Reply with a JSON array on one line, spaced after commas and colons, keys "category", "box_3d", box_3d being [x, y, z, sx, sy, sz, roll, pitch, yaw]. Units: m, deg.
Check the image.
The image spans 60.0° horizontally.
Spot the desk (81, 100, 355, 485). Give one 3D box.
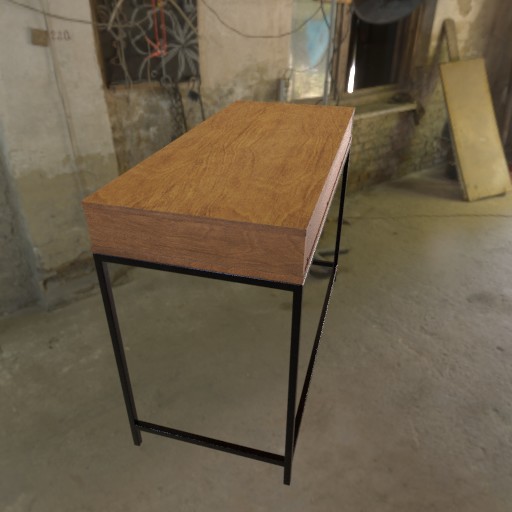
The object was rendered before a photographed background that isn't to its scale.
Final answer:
[{"category": "desk", "box_3d": [0.000, 0.000, 1.451, 0.470, 0.762, 1.016, 8, 32, 13]}]
